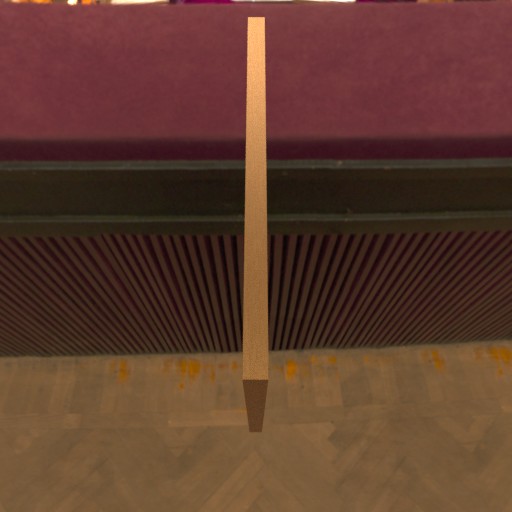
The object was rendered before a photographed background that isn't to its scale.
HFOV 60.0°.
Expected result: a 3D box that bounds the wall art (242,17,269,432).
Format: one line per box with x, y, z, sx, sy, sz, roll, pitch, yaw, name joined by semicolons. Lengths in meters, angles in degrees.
0.000;0.000;1.124;0.036;0.765;0.767;0;63;0;wall art
